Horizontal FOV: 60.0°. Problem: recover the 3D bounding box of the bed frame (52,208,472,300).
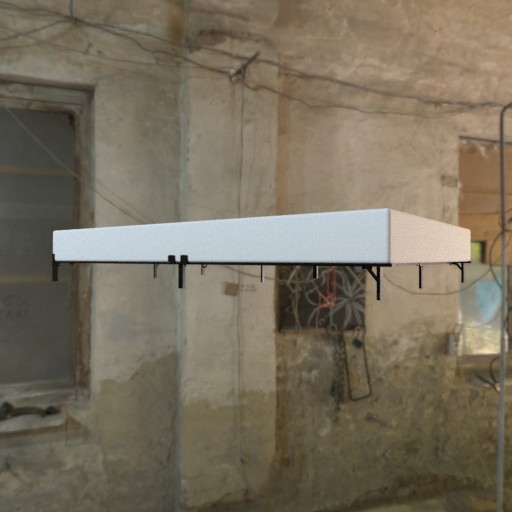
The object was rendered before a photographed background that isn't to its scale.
[{"bbox_3d":[0.000,0.000,3.738,2.987,0.440,1.930,0,0,36],"label":"bed frame"}]
